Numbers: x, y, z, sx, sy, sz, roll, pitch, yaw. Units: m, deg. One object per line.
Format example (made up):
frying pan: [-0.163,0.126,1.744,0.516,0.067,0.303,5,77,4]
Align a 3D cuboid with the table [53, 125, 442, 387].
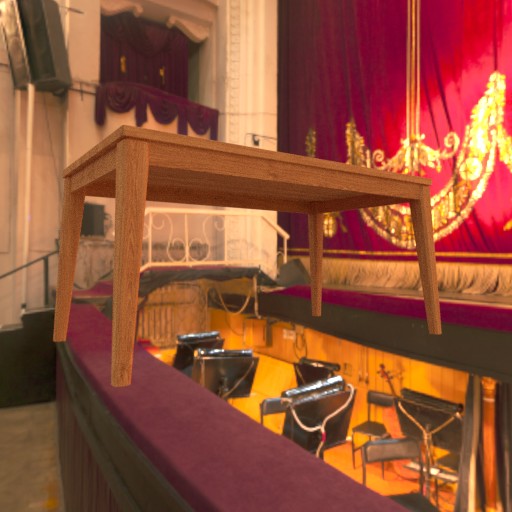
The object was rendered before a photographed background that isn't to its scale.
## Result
table: [0.000,0.000,2.083,1.600,0.760,0.900,0,-1,-35]
